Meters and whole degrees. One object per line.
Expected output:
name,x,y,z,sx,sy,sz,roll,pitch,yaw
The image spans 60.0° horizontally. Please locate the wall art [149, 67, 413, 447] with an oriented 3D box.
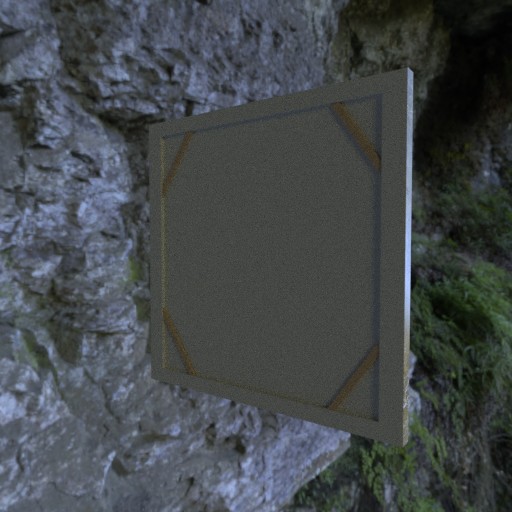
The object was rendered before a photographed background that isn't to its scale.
wall art,0.000,0.000,1.610,1.092,1.091,0.051,2,3,36
